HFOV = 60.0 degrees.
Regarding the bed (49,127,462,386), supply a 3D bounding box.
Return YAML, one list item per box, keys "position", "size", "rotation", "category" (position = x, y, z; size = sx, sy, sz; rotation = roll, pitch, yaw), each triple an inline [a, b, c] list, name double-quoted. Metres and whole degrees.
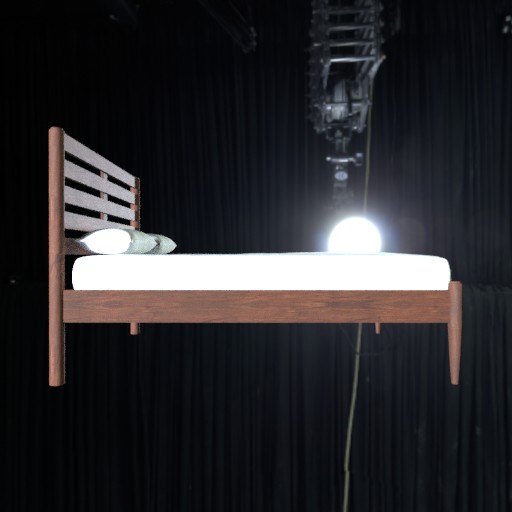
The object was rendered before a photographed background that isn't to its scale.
- position: [0.000, 0.000, 2.973]
  size: [2.093, 1.304, 1.509]
  rotation: [0, 0, 0]
  category: "bed"
